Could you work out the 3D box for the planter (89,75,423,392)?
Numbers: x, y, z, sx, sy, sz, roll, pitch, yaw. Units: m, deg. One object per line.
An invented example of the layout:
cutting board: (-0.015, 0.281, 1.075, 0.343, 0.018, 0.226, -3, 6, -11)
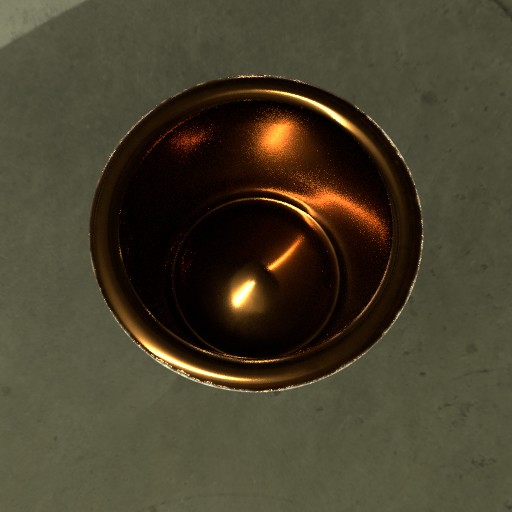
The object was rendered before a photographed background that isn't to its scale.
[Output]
planter: (0.000, 0.000, 0.305, 0.177, 0.157, 0.177, 0, 75, 0)
